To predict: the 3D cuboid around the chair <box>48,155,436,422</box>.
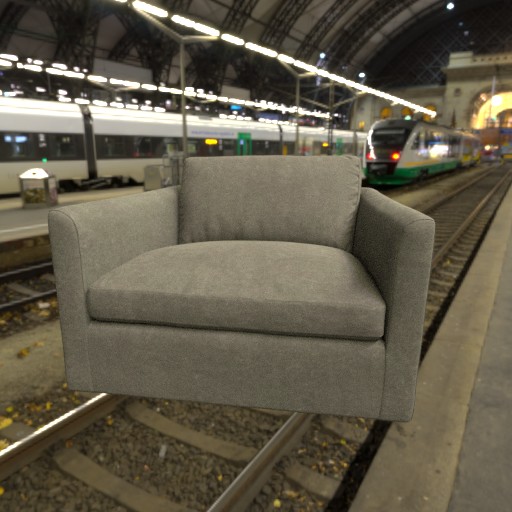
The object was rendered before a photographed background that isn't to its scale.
[{"bbox_3d":[0.000,0.000,1.870,1.190,0.845,1.091,2,14,9],"label":"chair"}]
